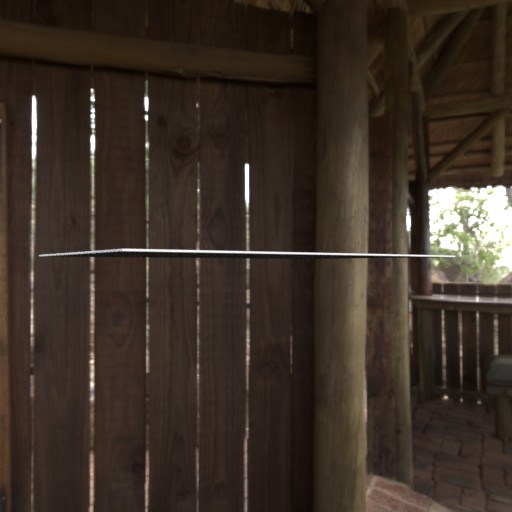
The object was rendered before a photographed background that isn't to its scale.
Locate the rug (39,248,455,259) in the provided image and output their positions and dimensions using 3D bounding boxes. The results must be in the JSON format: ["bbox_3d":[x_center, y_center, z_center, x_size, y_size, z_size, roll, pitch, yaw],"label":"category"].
[{"bbox_3d":[0.000,0.000,3.043,2.435,0.011,1.517,1,-1,-37],"label":"rug"}]
